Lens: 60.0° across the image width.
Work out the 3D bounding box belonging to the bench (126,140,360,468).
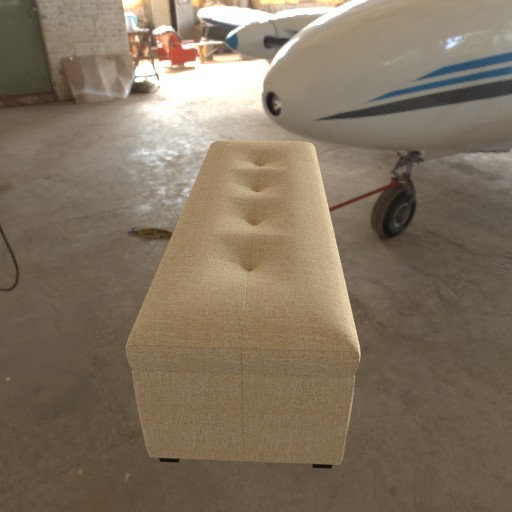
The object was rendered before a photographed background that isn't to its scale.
[{"bbox_3d":[0.000,0.000,1.393,0.432,0.406,1.219,1,31,2],"label":"bench"}]
